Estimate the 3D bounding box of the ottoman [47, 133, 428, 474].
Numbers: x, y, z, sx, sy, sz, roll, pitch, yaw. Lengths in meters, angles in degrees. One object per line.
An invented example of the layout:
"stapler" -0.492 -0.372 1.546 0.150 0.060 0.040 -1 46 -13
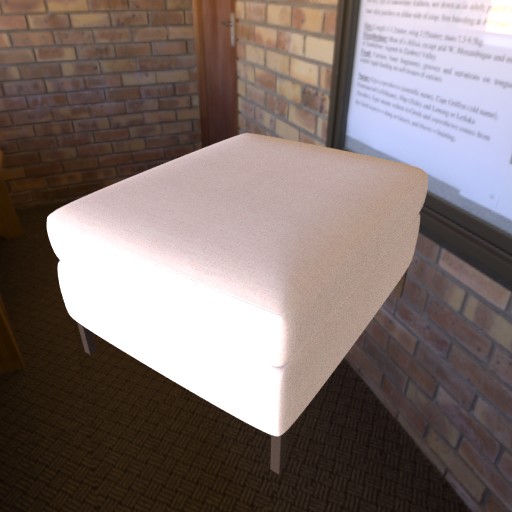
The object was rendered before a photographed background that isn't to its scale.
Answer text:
"ottoman" 0.000 0.000 1.191 0.657 0.453 0.794 20 37 29
